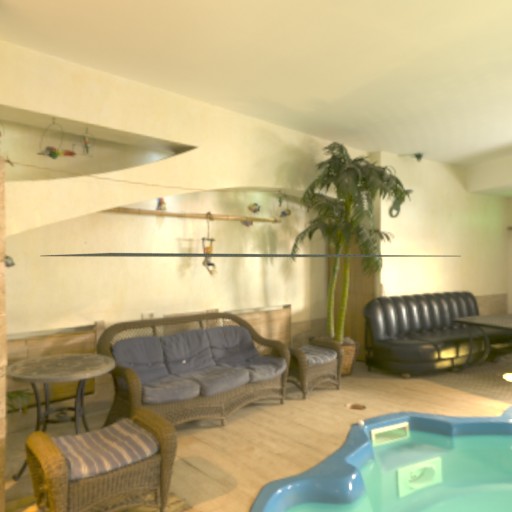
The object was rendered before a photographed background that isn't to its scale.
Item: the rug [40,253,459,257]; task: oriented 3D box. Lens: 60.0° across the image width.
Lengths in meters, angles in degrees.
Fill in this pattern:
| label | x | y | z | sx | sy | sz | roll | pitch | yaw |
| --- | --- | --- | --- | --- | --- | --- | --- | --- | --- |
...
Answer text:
| label | x | y | z | sx | sy | sz | roll | pitch | yaw |
| --- | --- | --- | --- | --- | --- | --- | --- | --- | --- |
| rug | 0.000 | 0.000 | 3.023 | 2.440 | 0.007 | 1.525 | 0 | 0 | -35 |
